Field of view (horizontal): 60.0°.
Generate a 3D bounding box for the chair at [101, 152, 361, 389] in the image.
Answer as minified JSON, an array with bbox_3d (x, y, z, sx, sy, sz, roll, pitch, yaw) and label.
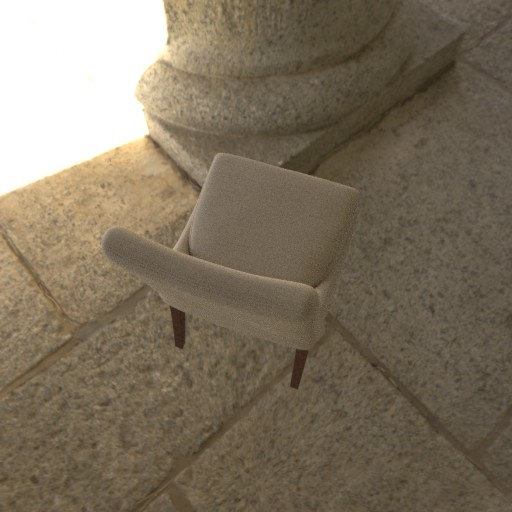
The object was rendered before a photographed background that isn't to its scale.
[{"bbox_3d":[0.000,0.000,1.314,0.515,0.940,0.638,17,64,9],"label":"chair"}]
